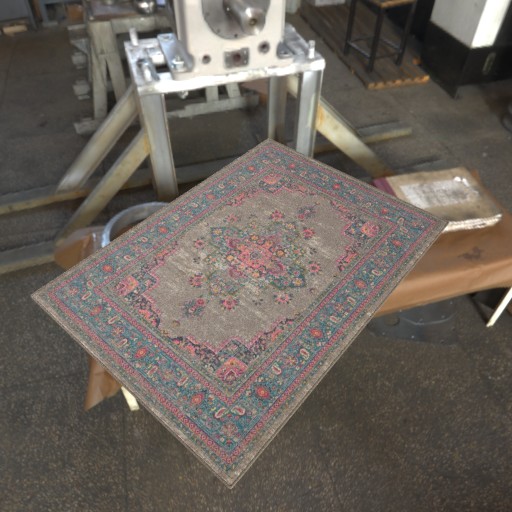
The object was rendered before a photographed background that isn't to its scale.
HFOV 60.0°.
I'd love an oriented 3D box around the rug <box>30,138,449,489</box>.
[{"bbox_3d":[0.000,0.000,2.820,1.609,0.013,2.214,32,55,26],"label":"rug"}]
